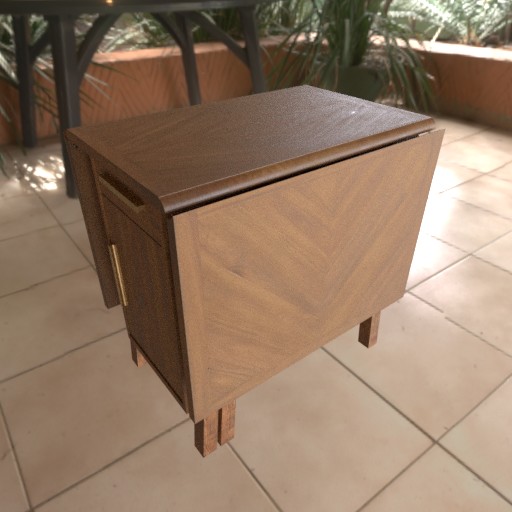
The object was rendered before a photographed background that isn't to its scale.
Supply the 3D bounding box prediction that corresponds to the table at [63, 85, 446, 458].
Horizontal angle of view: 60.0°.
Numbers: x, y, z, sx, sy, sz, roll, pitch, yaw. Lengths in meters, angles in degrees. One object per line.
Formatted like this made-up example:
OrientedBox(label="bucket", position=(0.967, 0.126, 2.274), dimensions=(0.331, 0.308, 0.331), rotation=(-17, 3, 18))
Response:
OrientedBox(label="table", position=(0.000, 0.000, 1.637), dimensions=(0.967, 0.981, 0.701), rotation=(-23, 39, -31))
